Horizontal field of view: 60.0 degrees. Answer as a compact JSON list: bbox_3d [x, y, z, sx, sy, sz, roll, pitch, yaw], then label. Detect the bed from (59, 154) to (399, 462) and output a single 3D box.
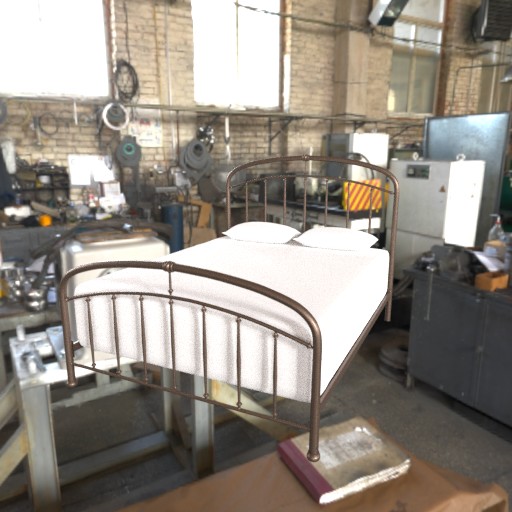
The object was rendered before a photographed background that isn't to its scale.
[{"bbox_3d":[0.000,0.000,3.298,1.711,1.475,2.168,6,14,25],"label":"bed"}]
